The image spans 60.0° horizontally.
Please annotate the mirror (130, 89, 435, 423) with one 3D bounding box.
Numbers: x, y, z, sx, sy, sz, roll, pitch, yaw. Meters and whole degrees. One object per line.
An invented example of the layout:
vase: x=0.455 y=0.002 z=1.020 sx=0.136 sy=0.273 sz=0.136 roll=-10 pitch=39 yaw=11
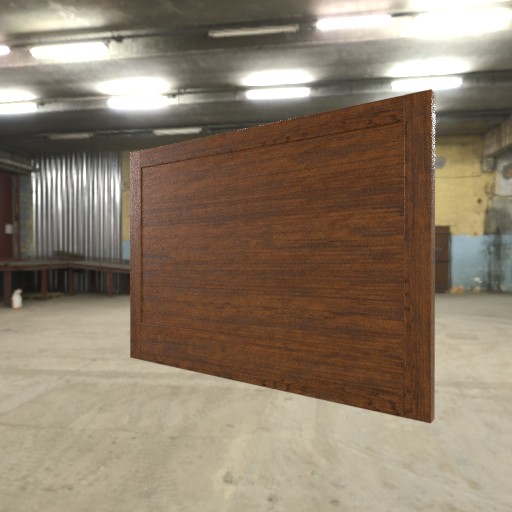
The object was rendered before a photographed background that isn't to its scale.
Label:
mirror: x=0.000 y=0.000 z=0.967 sx=0.758 sy=0.537 sz=0.084 roll=0 pitch=0 yaw=36
